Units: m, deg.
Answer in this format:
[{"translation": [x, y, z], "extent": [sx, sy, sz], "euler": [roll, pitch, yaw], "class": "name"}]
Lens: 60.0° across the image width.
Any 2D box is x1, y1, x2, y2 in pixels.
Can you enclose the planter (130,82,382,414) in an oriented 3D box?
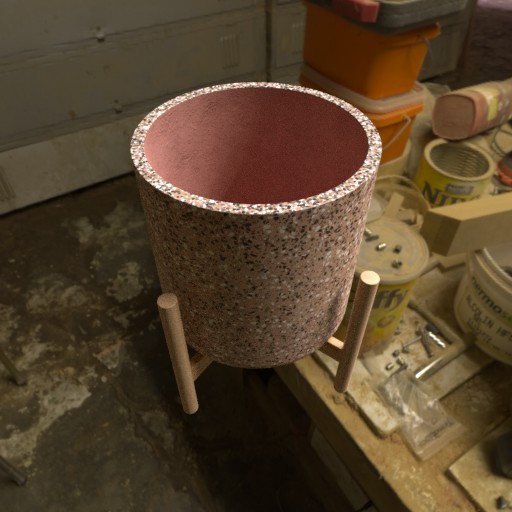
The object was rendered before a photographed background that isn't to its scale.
[{"translation": [0.000, 0.000, 0.691], "extent": [0.360, 0.419, 0.360], "euler": [-23, 49, -21], "class": "planter"}]
